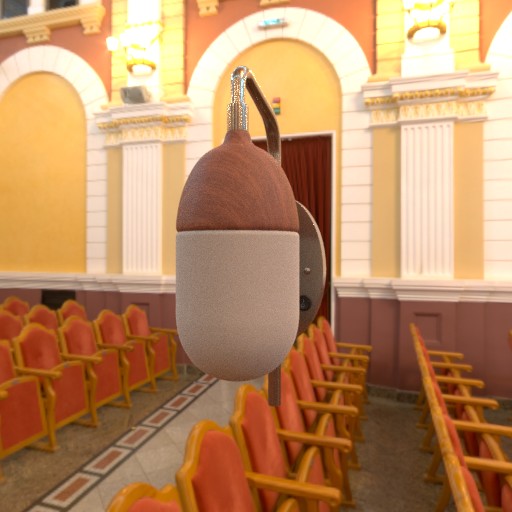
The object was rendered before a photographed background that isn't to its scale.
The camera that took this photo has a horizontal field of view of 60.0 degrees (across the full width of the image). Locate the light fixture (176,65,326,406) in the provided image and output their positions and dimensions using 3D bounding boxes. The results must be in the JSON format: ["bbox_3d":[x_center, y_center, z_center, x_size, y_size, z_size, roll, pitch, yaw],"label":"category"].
[{"bbox_3d":[0.000,0.000,0.438,0.108,0.343,0.216,0,1,17],"label":"light fixture"}]
